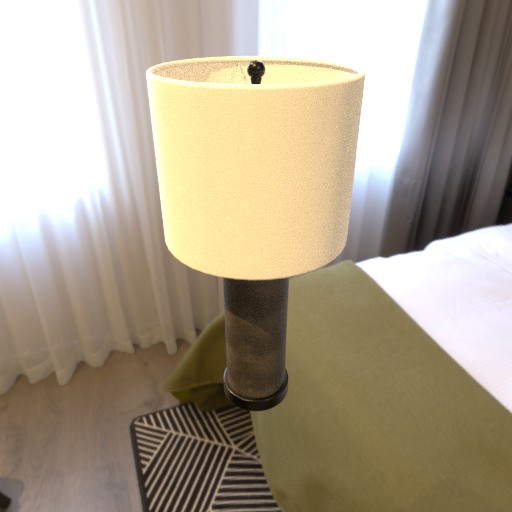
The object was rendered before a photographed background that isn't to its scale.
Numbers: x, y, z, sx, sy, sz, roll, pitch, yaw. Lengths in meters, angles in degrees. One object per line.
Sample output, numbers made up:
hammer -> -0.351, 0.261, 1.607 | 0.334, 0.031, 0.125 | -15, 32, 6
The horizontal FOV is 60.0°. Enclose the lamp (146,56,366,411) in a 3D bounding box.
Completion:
lamp -> 0.000, 0.000, 0.780 | 0.305, 0.634, 0.305 | 21, 36, 32
